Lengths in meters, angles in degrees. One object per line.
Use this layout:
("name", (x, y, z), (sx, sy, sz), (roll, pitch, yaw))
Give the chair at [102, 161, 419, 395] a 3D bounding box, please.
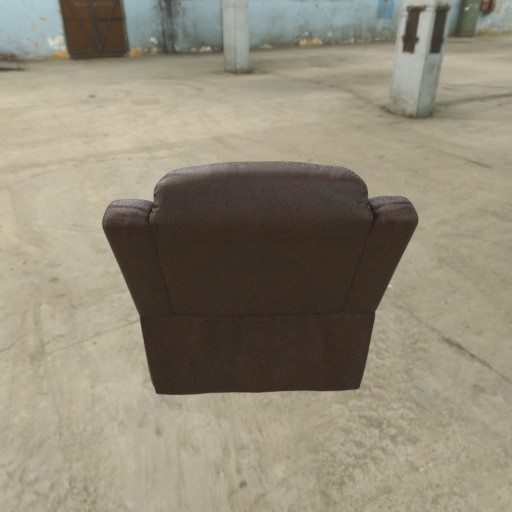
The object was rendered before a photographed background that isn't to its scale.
("chair", (0.000, 0.000, 1.242), (0.680, 0.702, 0.707), (-1, 29, -2))
